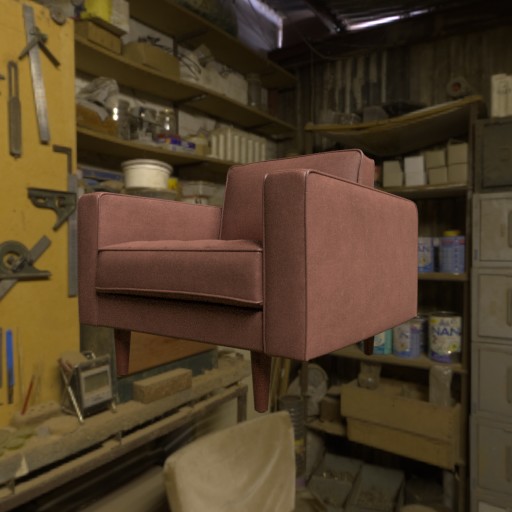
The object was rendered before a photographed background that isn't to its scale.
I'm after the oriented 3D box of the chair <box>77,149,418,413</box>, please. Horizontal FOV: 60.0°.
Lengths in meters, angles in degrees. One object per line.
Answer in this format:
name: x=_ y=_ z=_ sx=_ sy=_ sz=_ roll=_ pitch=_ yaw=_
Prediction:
chair: x=0.000 y=0.000 z=1.564 sx=0.920 sy=0.770 sz=0.900 roll=1 pitch=1 yaw=36
